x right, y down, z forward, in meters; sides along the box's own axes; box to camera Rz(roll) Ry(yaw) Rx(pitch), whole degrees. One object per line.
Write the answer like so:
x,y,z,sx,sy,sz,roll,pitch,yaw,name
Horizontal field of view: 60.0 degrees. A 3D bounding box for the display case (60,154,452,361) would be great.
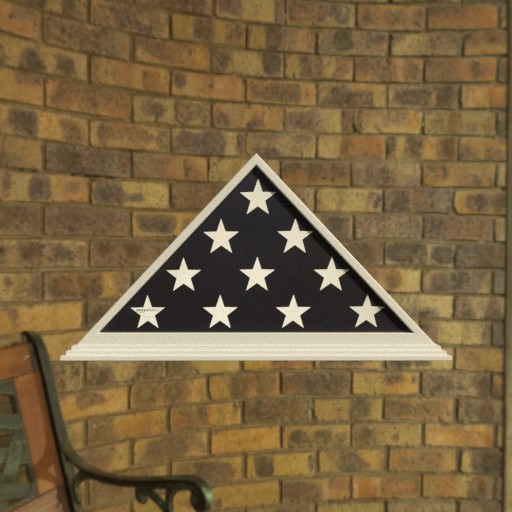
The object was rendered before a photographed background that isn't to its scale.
0.000,0.000,0.768,0.640,0.340,0.095,0,1,0,display case
